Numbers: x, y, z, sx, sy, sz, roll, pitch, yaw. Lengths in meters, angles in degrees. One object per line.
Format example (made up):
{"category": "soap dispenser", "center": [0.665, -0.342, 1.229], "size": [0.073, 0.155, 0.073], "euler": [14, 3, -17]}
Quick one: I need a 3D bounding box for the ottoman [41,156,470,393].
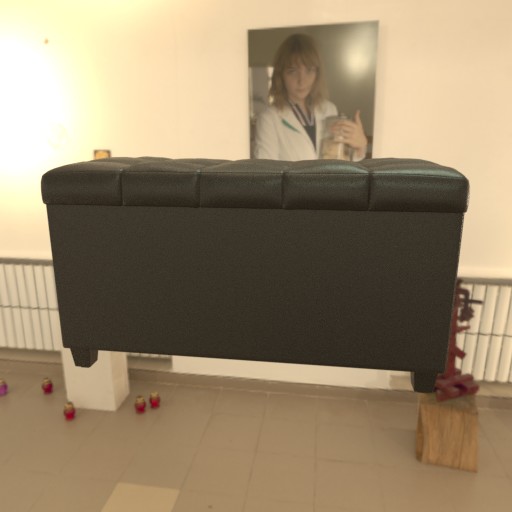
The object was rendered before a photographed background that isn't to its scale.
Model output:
{"category": "ottoman", "center": [0.000, 0.000, 1.085], "size": [0.838, 0.470, 0.432], "euler": [2, 15, 8]}
